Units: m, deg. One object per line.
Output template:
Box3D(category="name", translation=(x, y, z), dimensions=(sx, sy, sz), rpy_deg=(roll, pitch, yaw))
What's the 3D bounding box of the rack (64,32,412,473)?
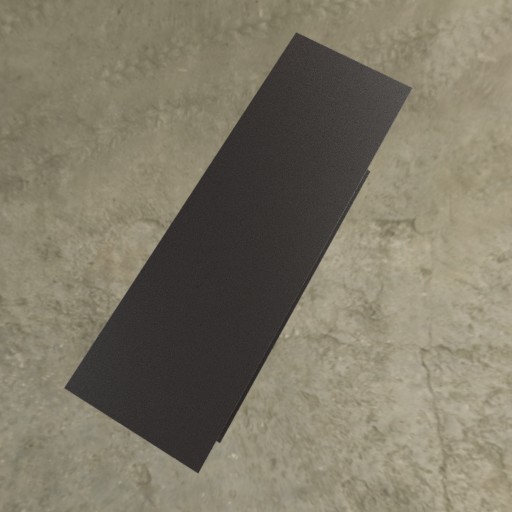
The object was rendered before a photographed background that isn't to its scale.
Box3D(category="rack", translation=(0.000, 0.000, 1.482), dimensions=(0.399, 0.635, 1.206), rpy_deg=(29, 78, 7))
